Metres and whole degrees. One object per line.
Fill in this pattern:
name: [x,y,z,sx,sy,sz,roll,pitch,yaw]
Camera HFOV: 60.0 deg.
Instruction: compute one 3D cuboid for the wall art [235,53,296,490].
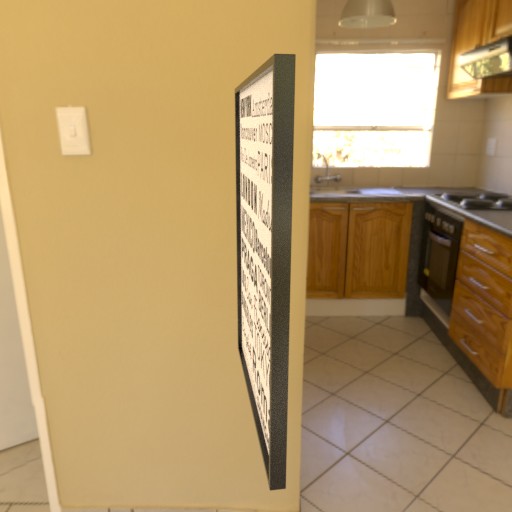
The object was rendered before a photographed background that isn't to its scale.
wall art: [0.000,0.000,1.387,0.043,1.046,0.788,-2,16,-8]
